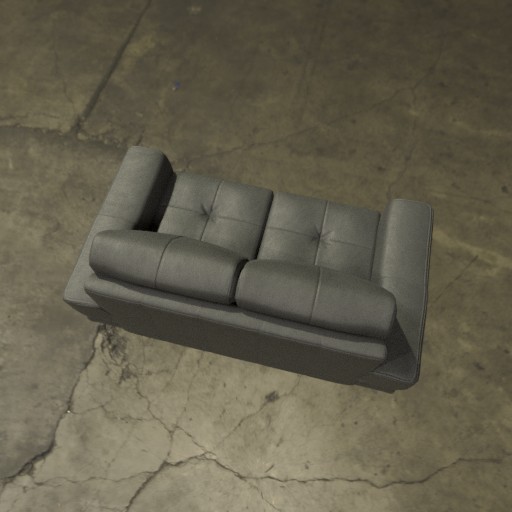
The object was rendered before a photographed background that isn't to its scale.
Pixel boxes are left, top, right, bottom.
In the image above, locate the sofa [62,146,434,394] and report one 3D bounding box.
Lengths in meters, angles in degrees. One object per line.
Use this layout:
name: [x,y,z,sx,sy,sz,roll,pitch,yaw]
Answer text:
sofa: [0.000,0.000,2.386,1.806,0.907,1.018,12,64,6]
